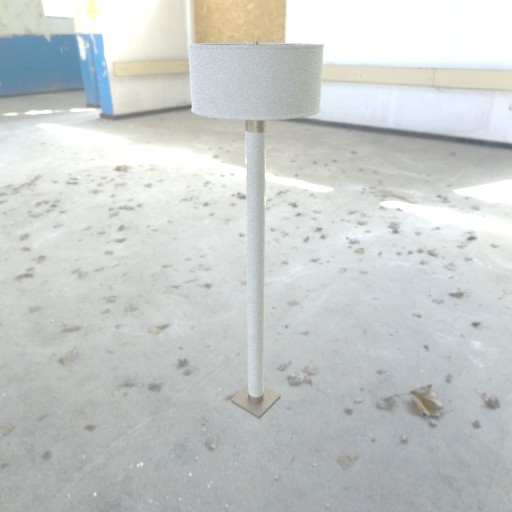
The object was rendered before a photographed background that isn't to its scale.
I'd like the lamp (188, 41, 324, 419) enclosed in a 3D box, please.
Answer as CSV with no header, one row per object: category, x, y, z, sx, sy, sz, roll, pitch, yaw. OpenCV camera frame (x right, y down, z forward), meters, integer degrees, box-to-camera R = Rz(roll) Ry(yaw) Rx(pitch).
lamp,0.000,0.000,1.690,0.420,1.475,0.420,19,32,33
